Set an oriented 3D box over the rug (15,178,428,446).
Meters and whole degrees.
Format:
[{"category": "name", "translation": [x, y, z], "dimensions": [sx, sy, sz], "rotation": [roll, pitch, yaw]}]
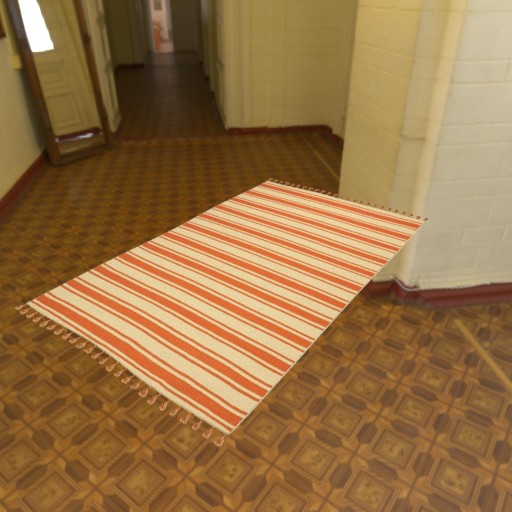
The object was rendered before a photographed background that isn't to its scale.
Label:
[{"category": "rug", "translation": [0.000, 0.000, 2.443], "dimensions": [1.232, 0.017, 2.092], "rotation": [20, 36, 31]}]
